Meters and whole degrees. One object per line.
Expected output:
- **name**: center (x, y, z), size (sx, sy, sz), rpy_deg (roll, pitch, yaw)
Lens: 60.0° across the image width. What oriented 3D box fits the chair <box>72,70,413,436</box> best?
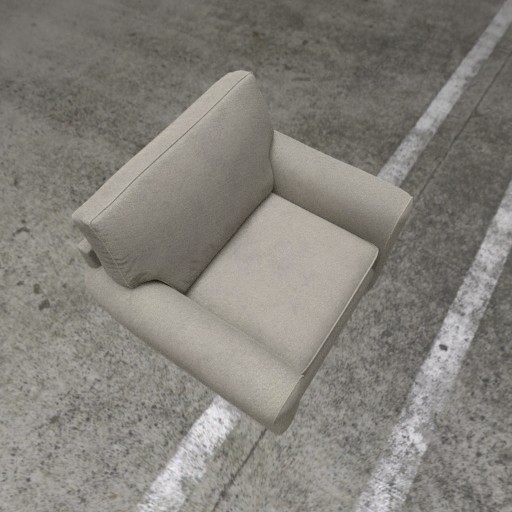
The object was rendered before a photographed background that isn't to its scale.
- **chair**: center (0.000, 0.000, 1.915), size (0.939, 1.044, 1.147), rpy_deg (30, 63, 17)
